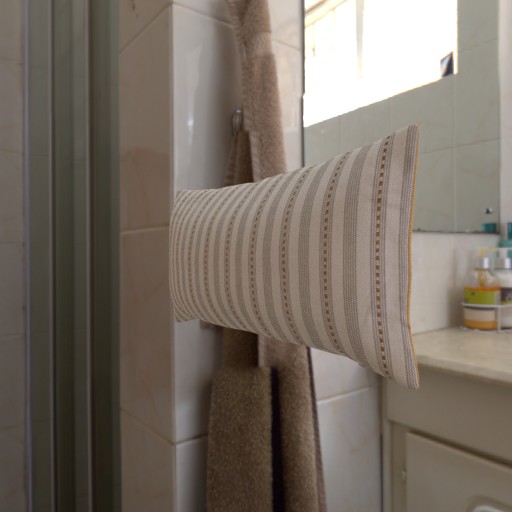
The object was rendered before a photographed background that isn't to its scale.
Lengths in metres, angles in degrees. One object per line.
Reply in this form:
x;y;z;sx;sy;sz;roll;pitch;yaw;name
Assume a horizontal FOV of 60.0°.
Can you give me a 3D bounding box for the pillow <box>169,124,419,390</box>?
0.000;0.000;0.728;0.151;0.291;0.608;0;0;-35;pillow
